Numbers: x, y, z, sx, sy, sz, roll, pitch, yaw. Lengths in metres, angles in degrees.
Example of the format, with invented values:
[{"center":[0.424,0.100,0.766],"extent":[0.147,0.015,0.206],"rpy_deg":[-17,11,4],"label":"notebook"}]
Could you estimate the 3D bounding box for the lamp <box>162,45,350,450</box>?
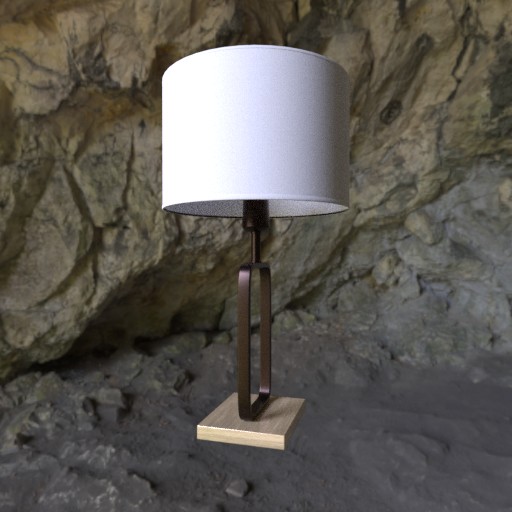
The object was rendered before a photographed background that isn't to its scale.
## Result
[{"center":[0.000,0.000,0.672],"extent":[0.279,0.508,0.279],"rpy_deg":[0,0,17],"label":"lamp"}]
